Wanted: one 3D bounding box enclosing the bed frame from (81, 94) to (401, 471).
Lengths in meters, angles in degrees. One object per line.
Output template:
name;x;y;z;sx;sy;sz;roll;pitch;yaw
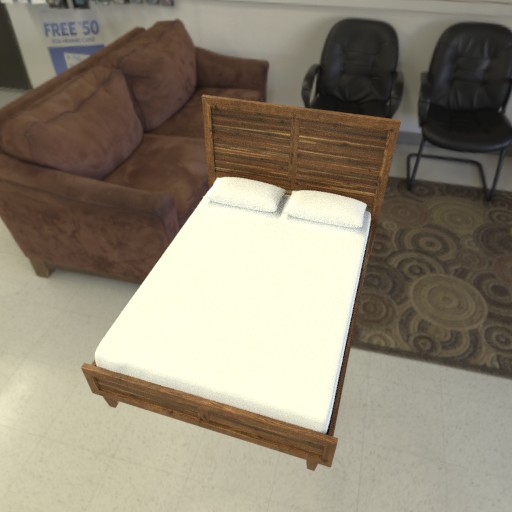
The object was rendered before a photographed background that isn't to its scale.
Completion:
bed frame;0.000;0.000;3.370;1.696;1.417;2.276;12;43;13
